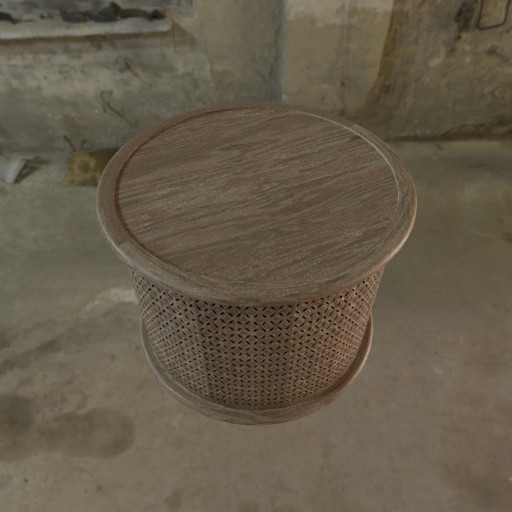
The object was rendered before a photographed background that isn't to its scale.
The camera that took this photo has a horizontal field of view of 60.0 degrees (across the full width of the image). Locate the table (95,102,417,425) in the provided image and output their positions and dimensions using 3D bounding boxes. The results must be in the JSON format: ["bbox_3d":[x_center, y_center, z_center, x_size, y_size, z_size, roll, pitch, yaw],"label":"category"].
[{"bbox_3d":[0.000,0.000,1.017,0.607,0.450,0.607,0,46,0],"label":"table"}]
